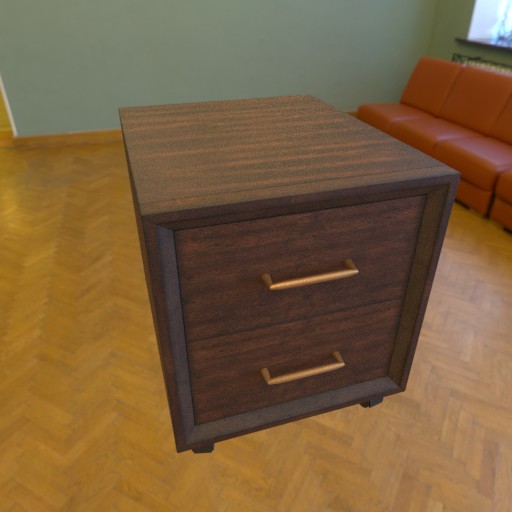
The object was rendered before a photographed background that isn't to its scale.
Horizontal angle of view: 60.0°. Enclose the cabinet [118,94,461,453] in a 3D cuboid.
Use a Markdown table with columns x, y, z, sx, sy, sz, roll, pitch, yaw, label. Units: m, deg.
| x | y | z | sx | sy | sz | roll | pitch | yaw | label |
| --- | --- | --- | --- | --- | --- | --- | --- | --- | --- |
| 0.000 | 0.000 | 0.826 | 0.402 | 0.455 | 0.500 | -9 | 33 | -15 | cabinet |
